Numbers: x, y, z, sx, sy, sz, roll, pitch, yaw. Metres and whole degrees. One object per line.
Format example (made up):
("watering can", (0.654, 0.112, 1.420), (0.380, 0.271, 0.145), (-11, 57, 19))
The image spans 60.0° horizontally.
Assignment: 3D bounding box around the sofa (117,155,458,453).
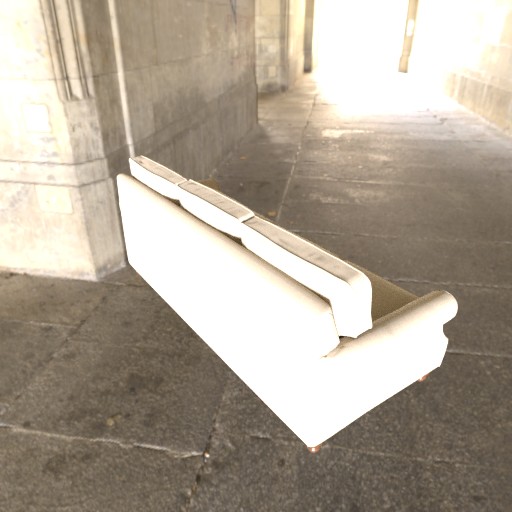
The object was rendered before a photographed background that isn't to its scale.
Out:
("sofa", (0.000, 0.000, 2.812), (0.966, 0.948, 2.354), (-18, 32, -31))
